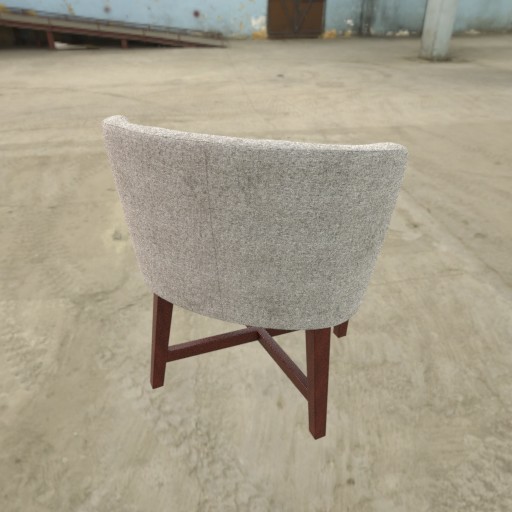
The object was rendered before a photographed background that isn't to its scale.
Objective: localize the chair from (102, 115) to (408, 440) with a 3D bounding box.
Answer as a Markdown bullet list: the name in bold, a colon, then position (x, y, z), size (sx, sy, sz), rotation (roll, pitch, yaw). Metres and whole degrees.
- **chair**: position (0.000, 0.000, 1.270), size (0.728, 0.827, 0.575), rotation (11, 33, 18)
